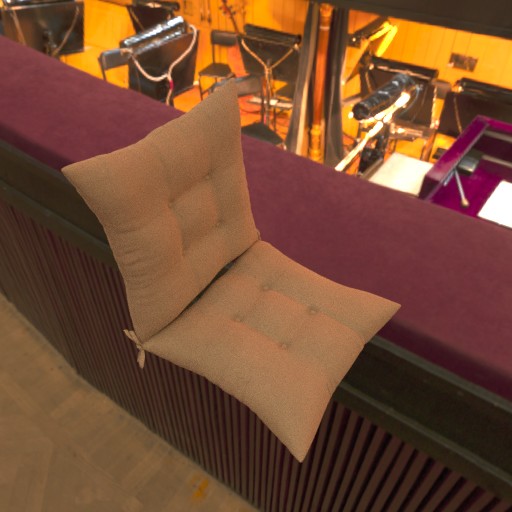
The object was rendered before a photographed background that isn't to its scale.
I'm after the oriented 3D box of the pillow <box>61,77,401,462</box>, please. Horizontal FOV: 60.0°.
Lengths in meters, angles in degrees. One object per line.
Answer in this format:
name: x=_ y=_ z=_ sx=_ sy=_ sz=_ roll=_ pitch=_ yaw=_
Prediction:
pillow: x=0.000 y=0.000 z=1.002 sx=0.585 sy=0.536 sz=0.541 roll=26 pitch=49 yaw=25
